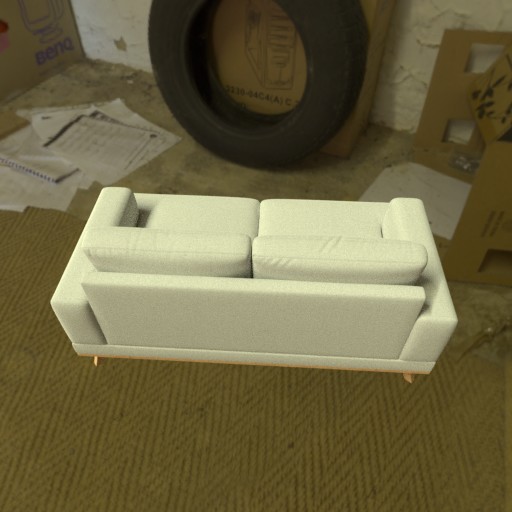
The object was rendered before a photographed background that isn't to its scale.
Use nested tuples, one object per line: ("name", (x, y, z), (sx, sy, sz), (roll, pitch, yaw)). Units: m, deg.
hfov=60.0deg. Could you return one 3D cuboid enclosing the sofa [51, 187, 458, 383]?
("sofa", (0.000, 0.000, 2.128), (1.651, 0.810, 0.915), (2, 47, 2))
